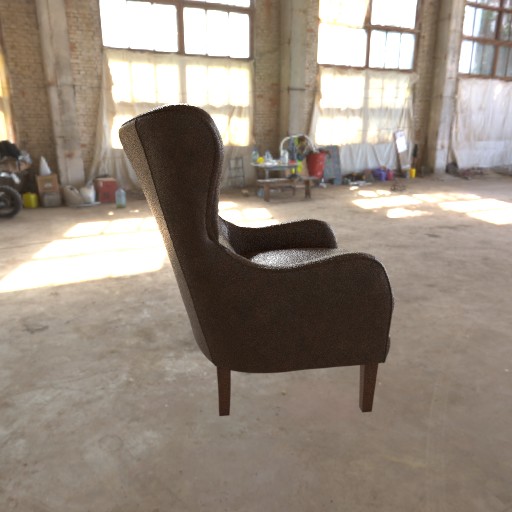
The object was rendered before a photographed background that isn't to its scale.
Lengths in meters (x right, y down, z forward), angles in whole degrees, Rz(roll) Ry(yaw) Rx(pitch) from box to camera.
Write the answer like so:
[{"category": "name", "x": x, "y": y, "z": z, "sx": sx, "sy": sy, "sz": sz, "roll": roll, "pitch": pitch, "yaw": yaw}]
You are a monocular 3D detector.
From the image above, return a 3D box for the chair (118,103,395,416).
[{"category": "chair", "x": 0.000, "y": 0.000, "z": 1.661, "sx": 0.914, "sy": 1.048, "sz": 0.692, "roll": -2, "pitch": 16, "yaw": -7}]
